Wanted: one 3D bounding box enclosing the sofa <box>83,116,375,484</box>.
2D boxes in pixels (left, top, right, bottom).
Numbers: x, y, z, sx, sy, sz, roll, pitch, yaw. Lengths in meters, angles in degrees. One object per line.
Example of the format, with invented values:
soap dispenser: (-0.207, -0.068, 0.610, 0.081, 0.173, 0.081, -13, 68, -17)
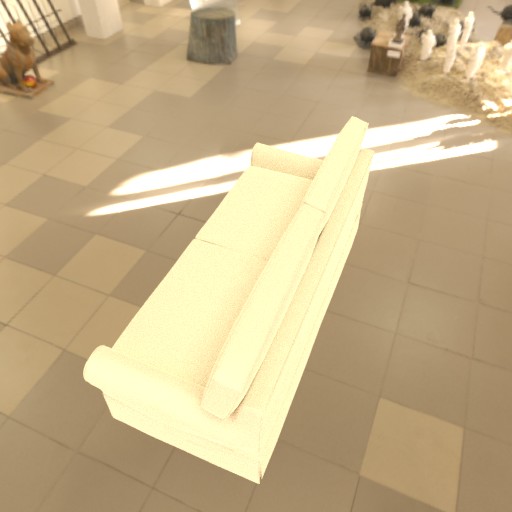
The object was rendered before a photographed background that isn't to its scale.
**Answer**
sofa: (0.000, 0.000, 2.502, 0.862, 0.937, 2.021, 17, 48, 16)
